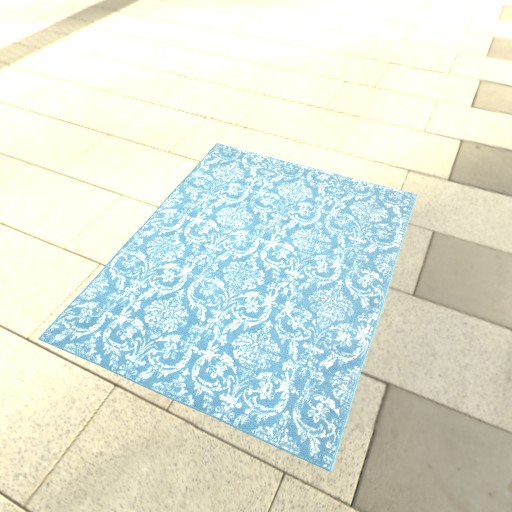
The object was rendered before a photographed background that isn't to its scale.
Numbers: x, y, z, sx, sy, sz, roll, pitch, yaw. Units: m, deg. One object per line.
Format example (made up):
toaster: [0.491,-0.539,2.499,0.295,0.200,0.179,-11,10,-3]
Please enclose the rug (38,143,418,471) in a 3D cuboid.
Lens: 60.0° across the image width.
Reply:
rug: [0.000,0.000,4.023,2.363,0.012,2.980,18,50,16]
